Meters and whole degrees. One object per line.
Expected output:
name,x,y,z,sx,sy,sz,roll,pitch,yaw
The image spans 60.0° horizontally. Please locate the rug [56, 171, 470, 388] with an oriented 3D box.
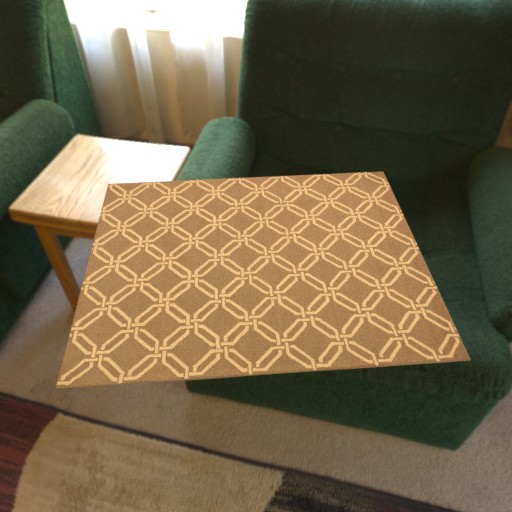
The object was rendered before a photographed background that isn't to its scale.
rug,0.000,0.000,3.870,2.895,0.018,2.288,-3,46,-3
